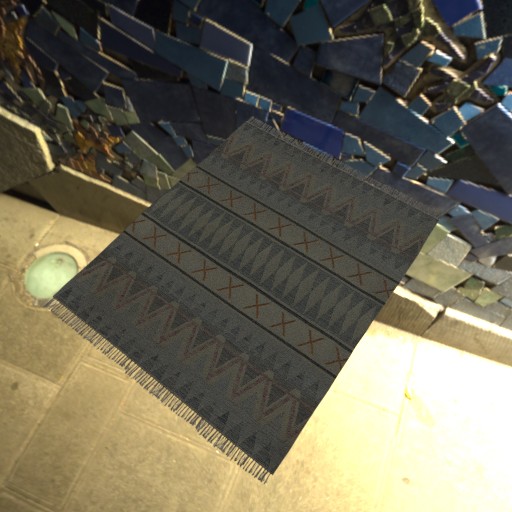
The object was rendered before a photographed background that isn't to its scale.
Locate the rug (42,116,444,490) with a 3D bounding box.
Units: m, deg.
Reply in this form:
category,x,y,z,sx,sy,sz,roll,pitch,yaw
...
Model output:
category,x,y,z,sx,sy,sz,roll,pitch,yaw
rug,0.000,0.000,4.055,2.371,0.012,3.000,32,63,19
